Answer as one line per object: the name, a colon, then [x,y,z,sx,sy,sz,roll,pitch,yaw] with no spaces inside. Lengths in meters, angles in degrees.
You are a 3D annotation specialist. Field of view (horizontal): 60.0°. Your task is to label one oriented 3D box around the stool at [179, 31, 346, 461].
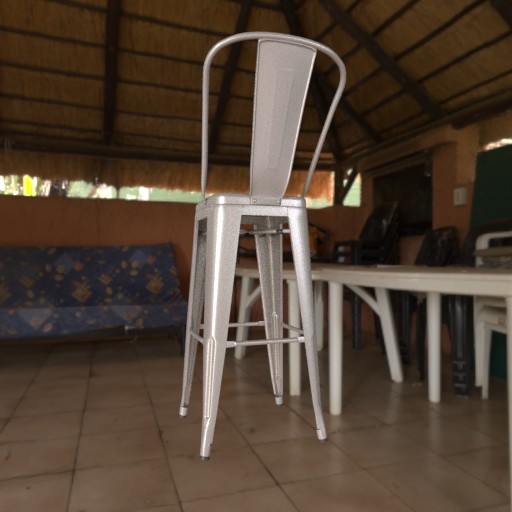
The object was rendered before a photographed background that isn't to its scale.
stool: [0.000,0.000,1.334,0.399,1.096,0.513,0,0,-19]
